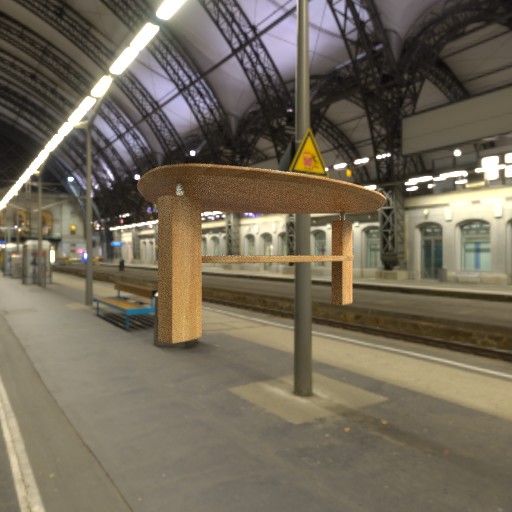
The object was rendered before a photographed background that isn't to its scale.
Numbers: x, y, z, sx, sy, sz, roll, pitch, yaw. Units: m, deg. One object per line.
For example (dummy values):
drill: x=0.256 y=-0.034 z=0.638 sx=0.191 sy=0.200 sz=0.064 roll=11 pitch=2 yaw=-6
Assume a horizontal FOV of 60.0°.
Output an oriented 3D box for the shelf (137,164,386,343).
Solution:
shelf: x=0.000 y=0.000 z=1.663 sx=0.863 sy=0.439 sz=1.240 roll=0 pitch=0 yaw=35
